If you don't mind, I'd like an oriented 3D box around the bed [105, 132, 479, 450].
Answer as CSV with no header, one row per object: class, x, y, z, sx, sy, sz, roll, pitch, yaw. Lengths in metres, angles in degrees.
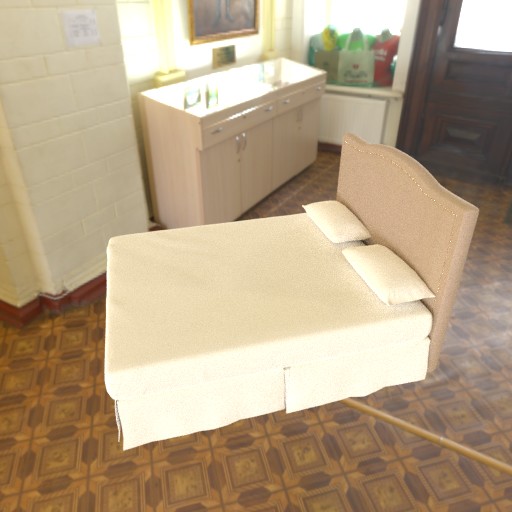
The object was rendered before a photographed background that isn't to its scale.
bed,0.000,0.000,3.372,2.282,1.436,1.821,-8,32,-13
